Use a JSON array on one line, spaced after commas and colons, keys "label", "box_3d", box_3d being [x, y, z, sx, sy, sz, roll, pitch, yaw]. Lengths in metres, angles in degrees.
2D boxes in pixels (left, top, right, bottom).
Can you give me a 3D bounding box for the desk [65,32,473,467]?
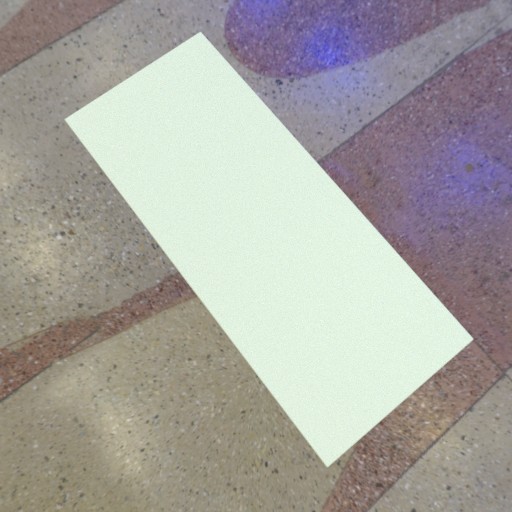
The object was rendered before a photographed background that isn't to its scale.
[{"label": "desk", "box_3d": [0.000, 0.000, 1.622, 0.508, 0.775, 1.220, -37, 79, -9]}]
